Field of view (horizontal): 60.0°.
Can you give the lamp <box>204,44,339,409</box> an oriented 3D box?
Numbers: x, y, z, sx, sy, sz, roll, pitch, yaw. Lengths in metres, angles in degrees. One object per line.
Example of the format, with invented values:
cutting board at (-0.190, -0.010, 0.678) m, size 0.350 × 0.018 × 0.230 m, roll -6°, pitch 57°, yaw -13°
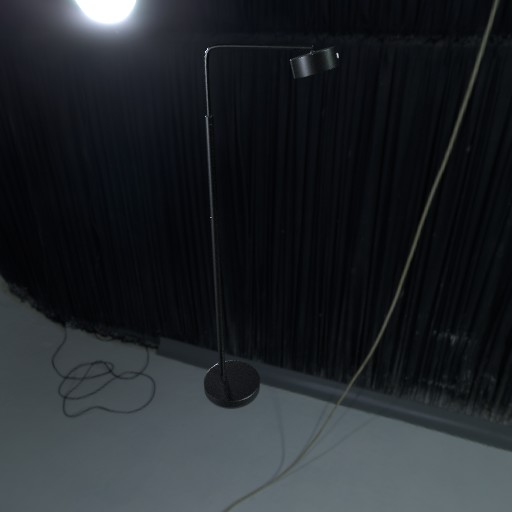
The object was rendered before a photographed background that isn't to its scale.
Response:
lamp at (0.000, 0.000, 1.425) m, size 0.418 × 1.230 × 0.219 m, roll 9°, pitch 31°, yaw 15°
